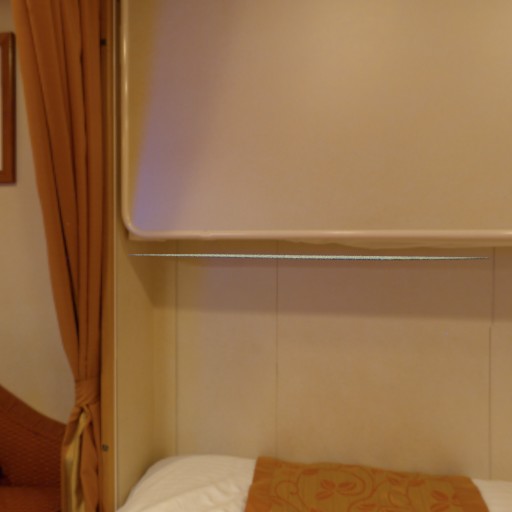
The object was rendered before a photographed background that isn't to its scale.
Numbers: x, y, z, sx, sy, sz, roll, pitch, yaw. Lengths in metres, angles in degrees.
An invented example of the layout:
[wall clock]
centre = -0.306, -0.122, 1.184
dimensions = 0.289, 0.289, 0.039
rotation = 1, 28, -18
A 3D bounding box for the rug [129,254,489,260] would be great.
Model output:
[rug]
centre = 0.000, 0.000, 2.660
dimensions = 0.688, 0.008, 2.443
rotation = 0, 1, -36
